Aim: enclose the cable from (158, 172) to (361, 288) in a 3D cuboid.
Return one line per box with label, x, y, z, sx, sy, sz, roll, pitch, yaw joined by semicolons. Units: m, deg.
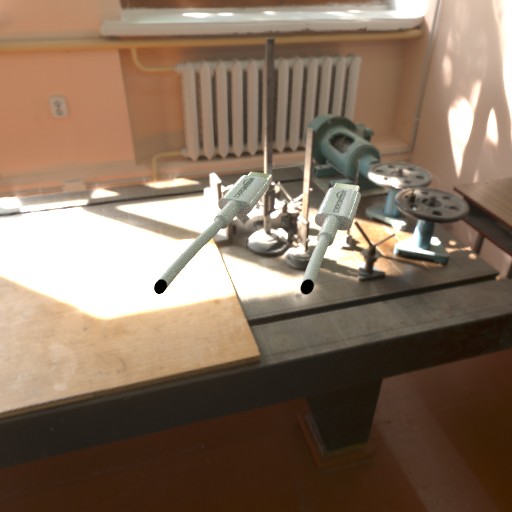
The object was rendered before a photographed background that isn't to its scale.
cable;0.000;0.000;0.111;0.041;0.005;0.098;10;34;16
